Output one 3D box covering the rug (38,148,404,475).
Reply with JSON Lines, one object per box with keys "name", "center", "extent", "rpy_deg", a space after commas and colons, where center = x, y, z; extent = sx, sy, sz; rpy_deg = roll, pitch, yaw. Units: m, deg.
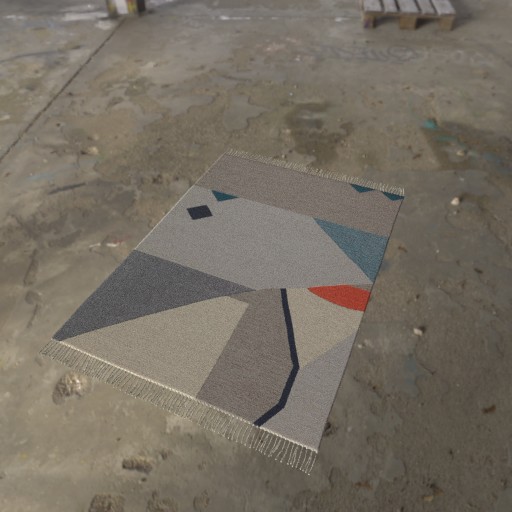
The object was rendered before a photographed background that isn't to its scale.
{"name": "rug", "center": [0.000, 0.000, 2.293], "extent": [1.220, 0.005, 1.828], "rpy_deg": [17, 46, 17]}
